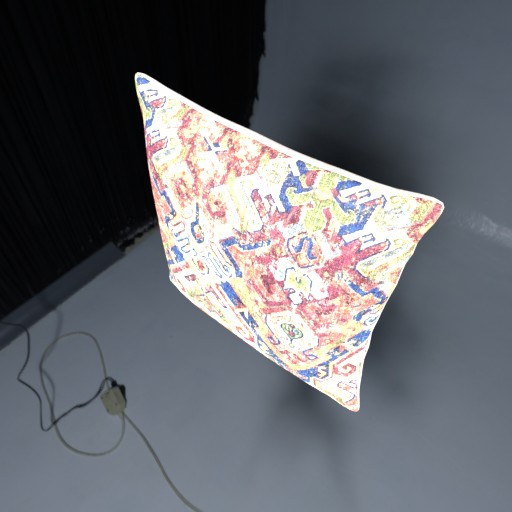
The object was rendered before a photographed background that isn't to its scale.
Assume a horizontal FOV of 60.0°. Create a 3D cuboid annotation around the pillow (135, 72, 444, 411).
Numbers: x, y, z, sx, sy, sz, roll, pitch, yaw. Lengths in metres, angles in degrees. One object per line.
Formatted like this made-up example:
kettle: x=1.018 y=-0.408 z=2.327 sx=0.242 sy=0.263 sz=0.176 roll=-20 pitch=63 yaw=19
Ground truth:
pillow: x=0.000 y=0.000 z=0.775 sx=0.523 sy=0.506 sz=0.166 roll=31 pitch=54 yaw=26
